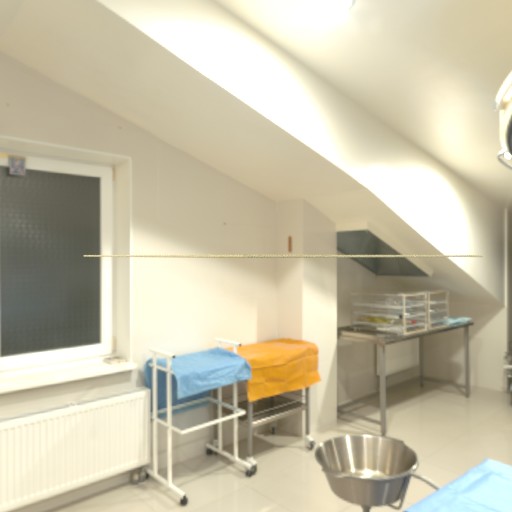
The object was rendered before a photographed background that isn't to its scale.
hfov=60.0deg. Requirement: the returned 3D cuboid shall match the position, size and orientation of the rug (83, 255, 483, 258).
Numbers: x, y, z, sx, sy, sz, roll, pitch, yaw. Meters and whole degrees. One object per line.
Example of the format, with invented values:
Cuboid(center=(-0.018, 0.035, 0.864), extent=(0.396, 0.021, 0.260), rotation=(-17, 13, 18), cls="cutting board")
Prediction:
Cuboid(center=(0.000, 0.000, 4.324), extent=(2.452, 0.016, 3.204), rotation=(0, 0, -35), cls="rug")
